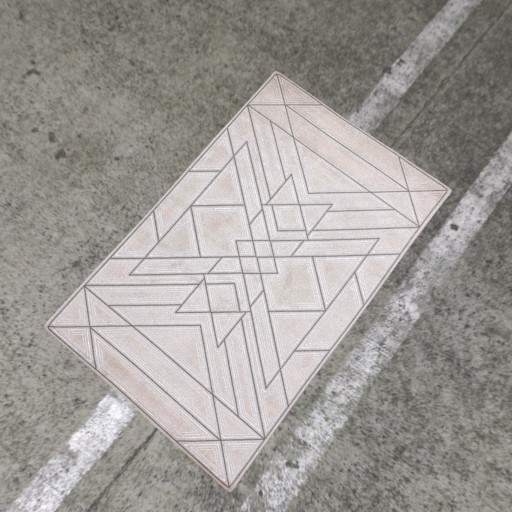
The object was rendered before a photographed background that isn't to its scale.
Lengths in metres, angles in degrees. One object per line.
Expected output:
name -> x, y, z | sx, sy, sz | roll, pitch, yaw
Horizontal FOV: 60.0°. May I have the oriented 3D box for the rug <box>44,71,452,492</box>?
rug -> 0.000, 0.000, 2.987 | 1.575, 0.023, 2.459 | 38, 79, 9
